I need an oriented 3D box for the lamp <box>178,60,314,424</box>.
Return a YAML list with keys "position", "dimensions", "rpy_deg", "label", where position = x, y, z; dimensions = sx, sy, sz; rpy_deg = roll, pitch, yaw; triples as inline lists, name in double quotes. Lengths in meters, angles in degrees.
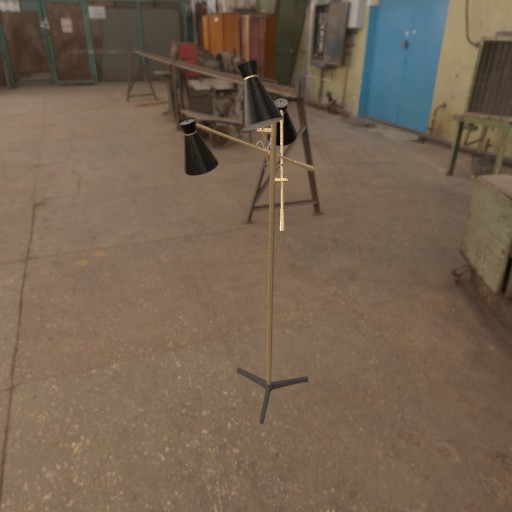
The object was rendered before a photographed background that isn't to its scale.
- position: [0.000, 0.000, 2.189]
  dimensions: [0.653, 1.804, 0.750]
  rpy_deg: [-9, 29, -17]
  label: "lamp"
